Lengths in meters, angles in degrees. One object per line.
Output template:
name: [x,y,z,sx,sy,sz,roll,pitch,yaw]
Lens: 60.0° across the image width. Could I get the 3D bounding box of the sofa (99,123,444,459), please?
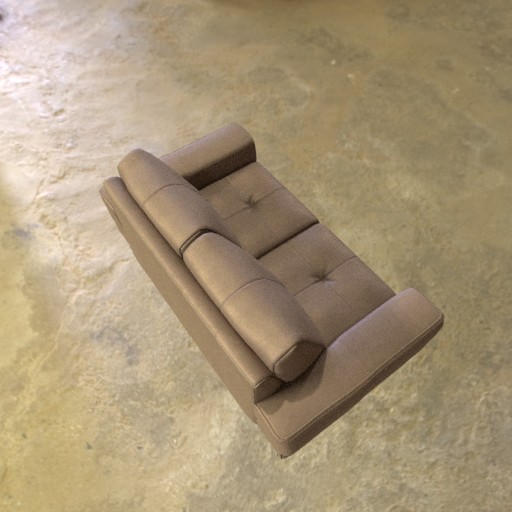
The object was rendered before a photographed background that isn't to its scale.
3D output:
sofa: [0.000,0.000,2.425,1.018,0.907,1.806,-31,61,-19]
